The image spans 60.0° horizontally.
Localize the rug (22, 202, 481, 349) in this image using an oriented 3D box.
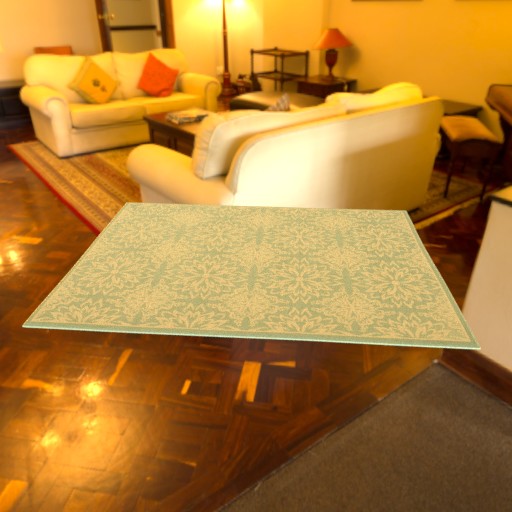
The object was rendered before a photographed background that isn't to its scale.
[{"bbox_3d":[0.000,0.000,2.807,2.205,0.014,1.589,2,30,4],"label":"rug"}]
